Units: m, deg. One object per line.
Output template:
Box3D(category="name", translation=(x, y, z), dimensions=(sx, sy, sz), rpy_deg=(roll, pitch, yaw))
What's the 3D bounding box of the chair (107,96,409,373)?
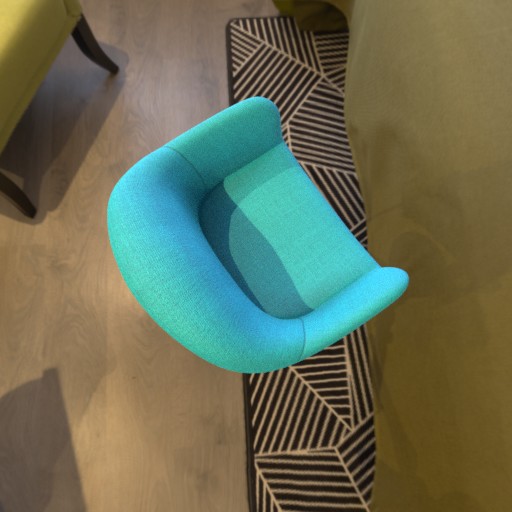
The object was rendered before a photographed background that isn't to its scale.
Box3D(category="chair", translation=(0.000, 0.000, 1.195), dimensions=(0.550, 0.795, 0.590), rpy_deg=(-34, 78, -8))
